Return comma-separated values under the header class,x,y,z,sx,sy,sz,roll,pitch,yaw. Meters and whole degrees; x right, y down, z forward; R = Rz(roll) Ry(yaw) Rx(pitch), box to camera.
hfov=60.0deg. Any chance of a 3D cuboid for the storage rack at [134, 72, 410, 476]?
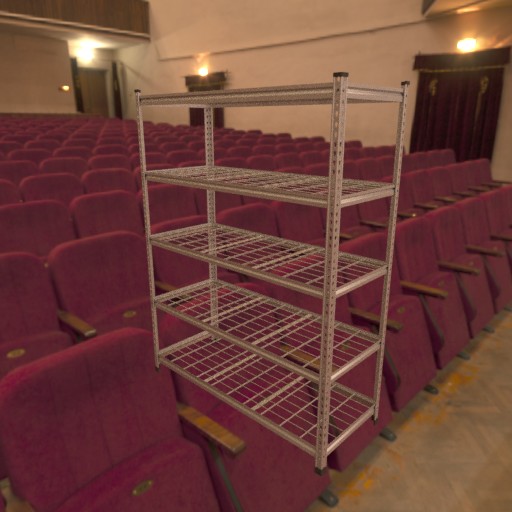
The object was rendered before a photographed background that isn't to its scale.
class,x,y,z,sx,sy,sz,roll,pitch,yaw
storage rack,0.000,0.000,2.760,1.524,1.981,0.610,15,23,41
